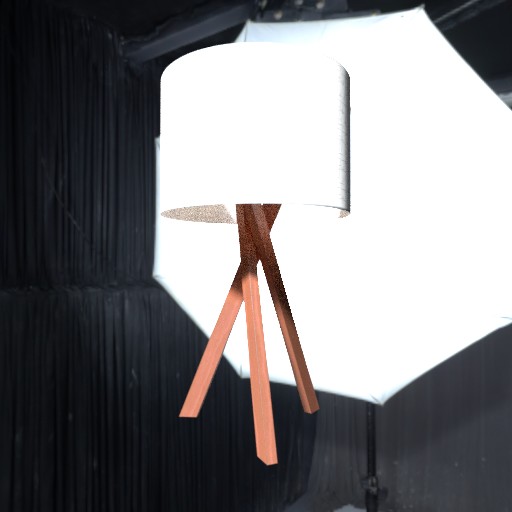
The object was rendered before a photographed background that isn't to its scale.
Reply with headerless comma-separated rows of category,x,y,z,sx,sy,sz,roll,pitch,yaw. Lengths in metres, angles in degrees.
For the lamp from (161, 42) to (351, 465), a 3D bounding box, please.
lamp,0.000,0.000,0.901,0.380,0.686,0.380,-1,-1,37
